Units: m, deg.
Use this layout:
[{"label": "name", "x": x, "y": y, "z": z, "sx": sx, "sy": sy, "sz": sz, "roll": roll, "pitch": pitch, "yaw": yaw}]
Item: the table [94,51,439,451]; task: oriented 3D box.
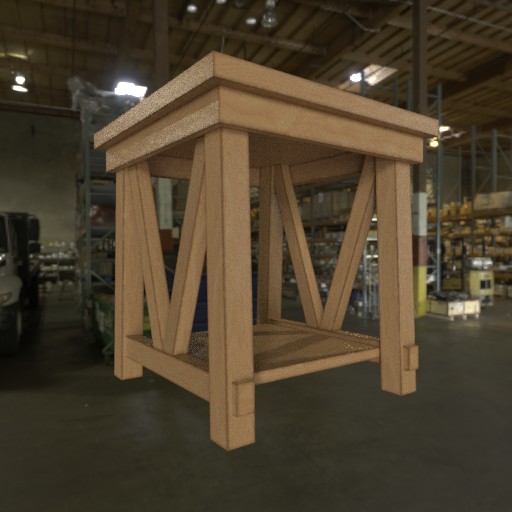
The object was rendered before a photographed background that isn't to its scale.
[{"label": "table", "x": 0.000, "y": 0.000, "z": 1.106, "sx": 0.610, "sy": 0.638, "sz": 0.612, "roll": -1, "pitch": 1, "yaw": -36}]
